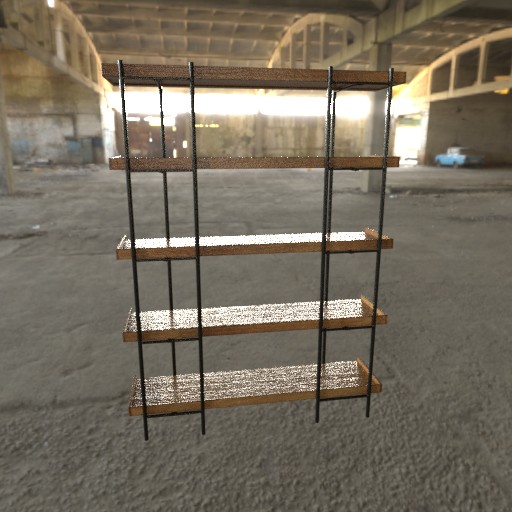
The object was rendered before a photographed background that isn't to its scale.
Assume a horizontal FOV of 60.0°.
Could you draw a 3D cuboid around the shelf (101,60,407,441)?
[{"bbox_3d":[0.000,0.000,2.343,1.371,1.826,0.379,-2,14,-9],"label":"shelf"}]
